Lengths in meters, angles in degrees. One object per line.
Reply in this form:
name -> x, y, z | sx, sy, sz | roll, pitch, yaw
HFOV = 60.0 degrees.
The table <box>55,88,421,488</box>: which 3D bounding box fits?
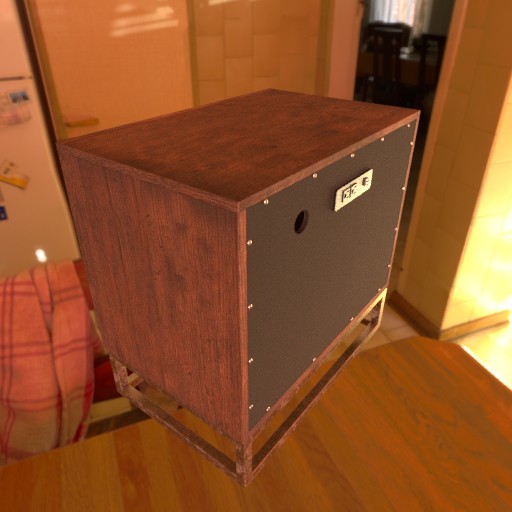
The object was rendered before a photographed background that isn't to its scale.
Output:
table -> 0.000, 0.000, 1.261 | 0.542, 0.746, 0.767 | 22, 37, 32
